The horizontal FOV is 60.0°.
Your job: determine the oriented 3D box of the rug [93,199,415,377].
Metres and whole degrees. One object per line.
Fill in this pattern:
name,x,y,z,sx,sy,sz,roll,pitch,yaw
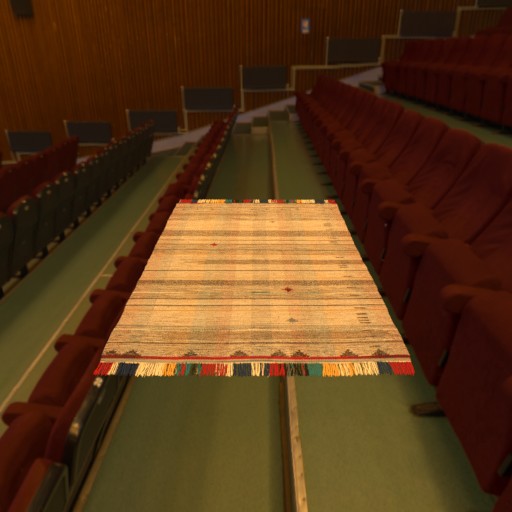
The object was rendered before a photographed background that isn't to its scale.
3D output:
rug,0.000,0.000,3.050,1.465,0.012,2.465,0,26,0
